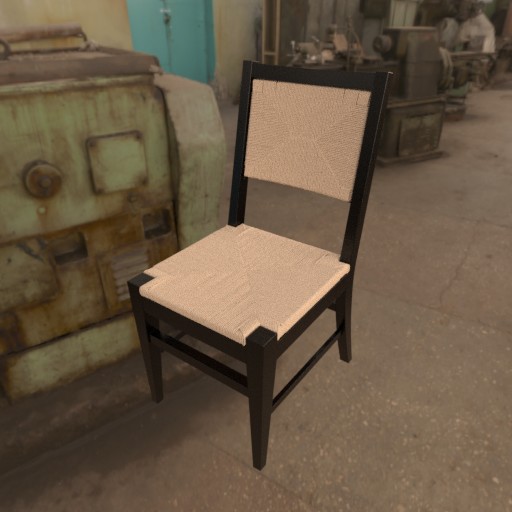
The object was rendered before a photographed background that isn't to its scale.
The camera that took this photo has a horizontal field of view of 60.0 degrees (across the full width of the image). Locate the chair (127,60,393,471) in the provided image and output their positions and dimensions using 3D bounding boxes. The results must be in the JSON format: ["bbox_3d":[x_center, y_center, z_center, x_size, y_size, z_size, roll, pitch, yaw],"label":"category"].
[{"bbox_3d":[0.000,0.000,1.221,0.437,0.927,0.552,20,35,30],"label":"chair"}]
